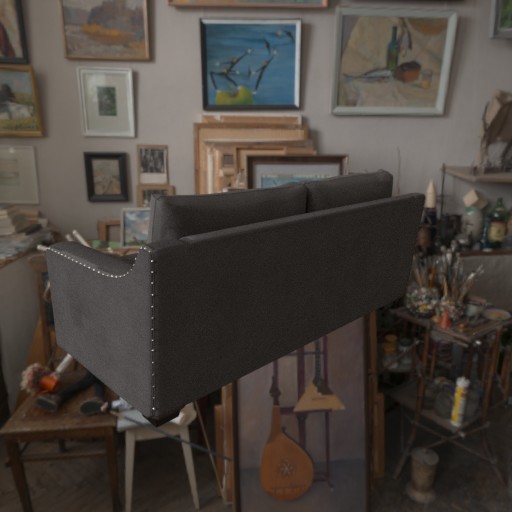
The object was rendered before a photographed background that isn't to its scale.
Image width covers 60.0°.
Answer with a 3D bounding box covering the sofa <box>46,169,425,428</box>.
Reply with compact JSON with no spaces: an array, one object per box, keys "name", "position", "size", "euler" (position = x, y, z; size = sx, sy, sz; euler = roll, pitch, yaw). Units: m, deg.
[{"name":"sofa","position":[0.000,0.000,3.284],"size":[2.550,1.196,1.336],"euler":[-15,21,-42]}]
